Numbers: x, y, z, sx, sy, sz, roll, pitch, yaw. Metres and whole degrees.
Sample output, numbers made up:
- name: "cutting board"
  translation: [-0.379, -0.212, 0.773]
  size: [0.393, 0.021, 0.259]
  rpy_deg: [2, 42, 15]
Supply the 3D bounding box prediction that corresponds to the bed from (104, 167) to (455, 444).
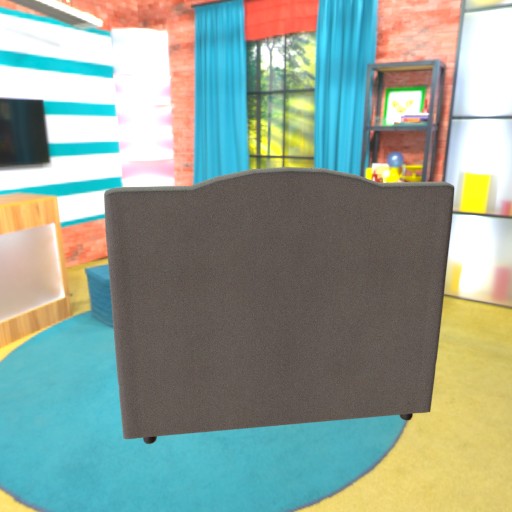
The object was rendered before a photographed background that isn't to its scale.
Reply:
- name: "bed"
  translation: [0.000, 0.000, 3.240]
  size: [1.744, 1.441, 2.128]
  rpy_deg: [-2, 16, -8]
